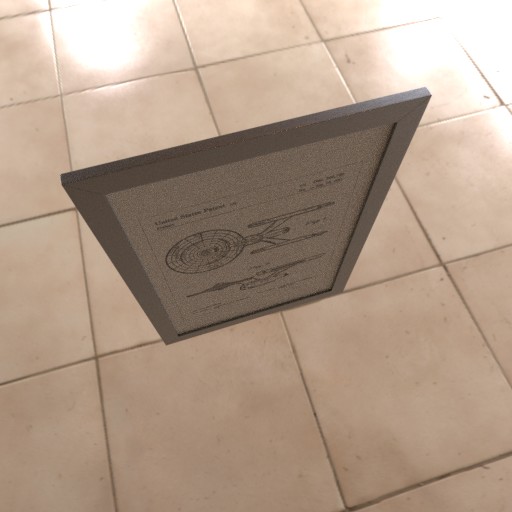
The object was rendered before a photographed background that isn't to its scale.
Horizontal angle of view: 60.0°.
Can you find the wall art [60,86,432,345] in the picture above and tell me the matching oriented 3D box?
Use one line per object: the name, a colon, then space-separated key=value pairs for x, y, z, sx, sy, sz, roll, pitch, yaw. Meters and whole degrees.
wall art: x=0.000 y=0.000 z=0.668 sx=0.376 sy=0.529 sz=0.013 roll=-16 pitch=64 yaw=-8
